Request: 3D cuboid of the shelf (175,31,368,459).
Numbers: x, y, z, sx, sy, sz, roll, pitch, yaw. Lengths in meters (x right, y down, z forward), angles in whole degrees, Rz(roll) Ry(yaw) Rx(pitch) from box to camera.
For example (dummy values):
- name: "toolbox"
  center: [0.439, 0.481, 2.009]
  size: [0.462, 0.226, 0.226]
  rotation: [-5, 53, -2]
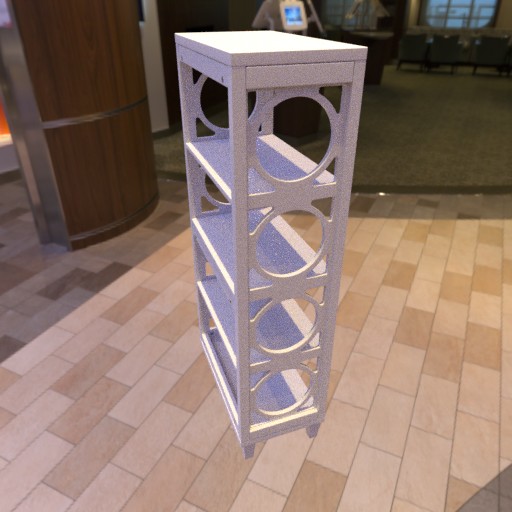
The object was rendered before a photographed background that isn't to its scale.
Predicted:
- name: "shelf"
  center: [0.000, 0.000, 1.600]
  size: [0.340, 1.411, 0.611]
  rotation: [-11, 32, -17]
